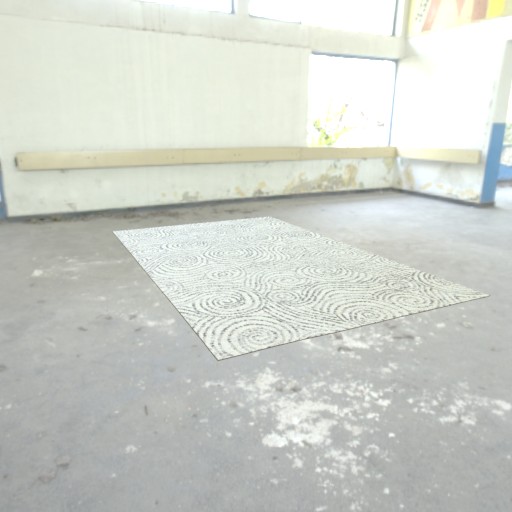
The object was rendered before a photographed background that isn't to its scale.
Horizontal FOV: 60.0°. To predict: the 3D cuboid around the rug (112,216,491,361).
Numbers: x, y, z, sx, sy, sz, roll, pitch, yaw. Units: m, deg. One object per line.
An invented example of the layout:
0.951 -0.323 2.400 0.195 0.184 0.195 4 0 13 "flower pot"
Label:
0.000 0.000 3.037 1.524 0.005 2.439 -8 18 -25 "rug"
